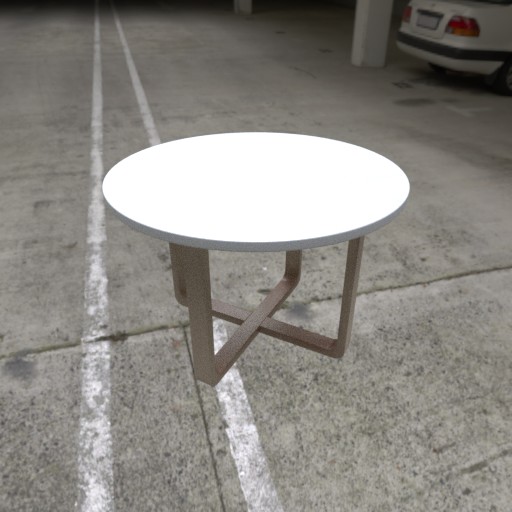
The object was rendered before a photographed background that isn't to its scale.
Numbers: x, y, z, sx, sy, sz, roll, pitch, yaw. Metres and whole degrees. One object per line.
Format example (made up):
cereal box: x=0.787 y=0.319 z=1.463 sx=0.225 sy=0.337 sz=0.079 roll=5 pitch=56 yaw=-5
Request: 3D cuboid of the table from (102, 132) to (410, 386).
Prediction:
table: x=0.000 y=0.000 z=1.003 sx=0.600 sy=0.400 sz=0.600 roll=0 pitch=30 yaw=0
